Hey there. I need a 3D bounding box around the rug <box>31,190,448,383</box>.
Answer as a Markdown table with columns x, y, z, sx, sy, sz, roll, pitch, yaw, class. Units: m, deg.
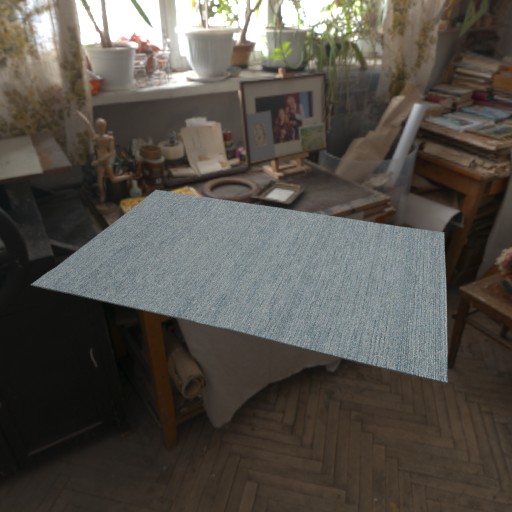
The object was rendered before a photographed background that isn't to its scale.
| x | y | z | sx | sy | sz | roll | pitch | yaw | class |
| --- | --- | --- | --- | --- | --- | --- | --- | --- | --- |
| 0.000 | 0.000 | 2.292 | 1.853 | 0.022 | 1.174 | 10 | 33 | 16 | rug |
